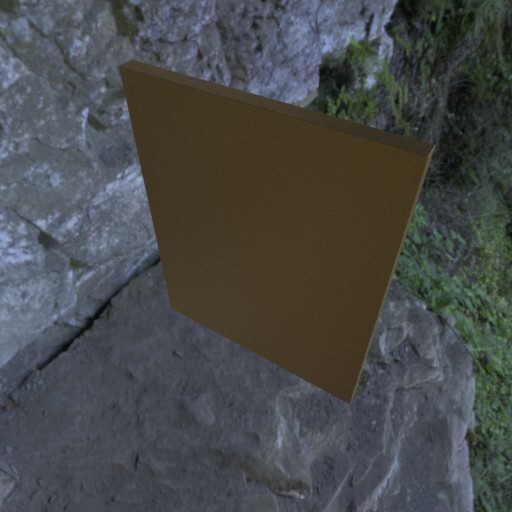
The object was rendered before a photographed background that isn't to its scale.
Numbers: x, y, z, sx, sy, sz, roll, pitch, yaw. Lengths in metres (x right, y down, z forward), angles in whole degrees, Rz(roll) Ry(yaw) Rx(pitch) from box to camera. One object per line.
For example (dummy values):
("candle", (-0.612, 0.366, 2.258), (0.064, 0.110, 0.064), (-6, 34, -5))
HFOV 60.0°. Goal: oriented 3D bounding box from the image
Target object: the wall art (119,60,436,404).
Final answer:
("wall art", (0.000, 0.000, 1.035), (0.610, 0.762, 0.038), (24, 50, 22))
